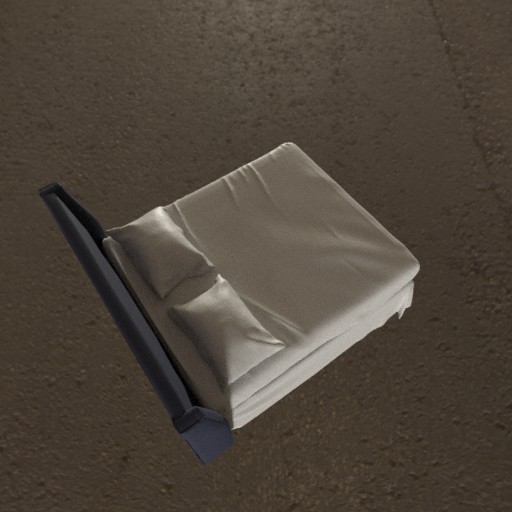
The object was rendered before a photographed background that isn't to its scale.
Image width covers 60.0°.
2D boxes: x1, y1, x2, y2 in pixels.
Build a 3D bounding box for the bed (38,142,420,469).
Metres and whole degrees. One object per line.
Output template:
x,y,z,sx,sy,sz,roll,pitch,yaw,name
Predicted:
0.000,0.000,3.441,2.276,1.332,1.925,-31,63,-18,bed
